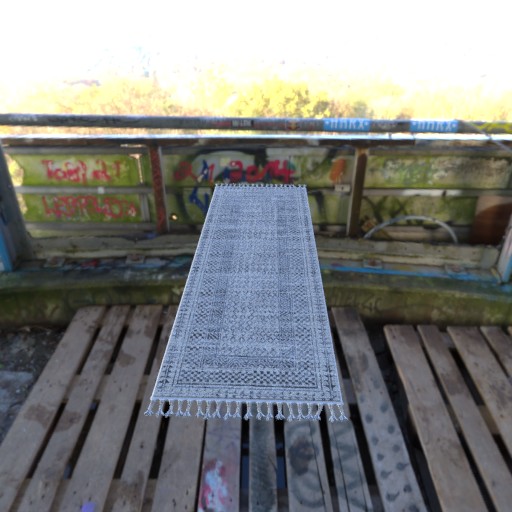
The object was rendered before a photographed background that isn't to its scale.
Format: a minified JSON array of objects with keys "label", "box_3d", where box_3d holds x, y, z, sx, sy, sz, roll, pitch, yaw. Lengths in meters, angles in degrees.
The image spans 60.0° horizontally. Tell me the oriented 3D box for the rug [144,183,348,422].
[{"label":"rug","box_3d":[0.000,0.000,2.747,0.786,0.013,2.480,1,30,2]}]
